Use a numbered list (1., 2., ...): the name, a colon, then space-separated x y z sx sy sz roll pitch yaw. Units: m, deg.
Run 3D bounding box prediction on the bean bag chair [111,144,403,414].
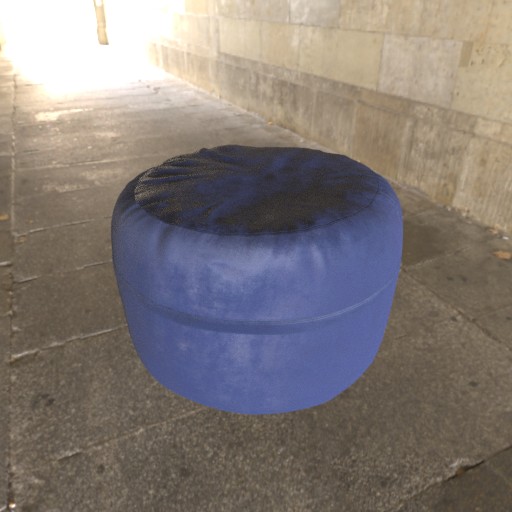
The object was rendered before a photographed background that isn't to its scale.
1. bean bag chair: 0.000 0.000 1.967 1.219 0.762 1.219 0 30 0
